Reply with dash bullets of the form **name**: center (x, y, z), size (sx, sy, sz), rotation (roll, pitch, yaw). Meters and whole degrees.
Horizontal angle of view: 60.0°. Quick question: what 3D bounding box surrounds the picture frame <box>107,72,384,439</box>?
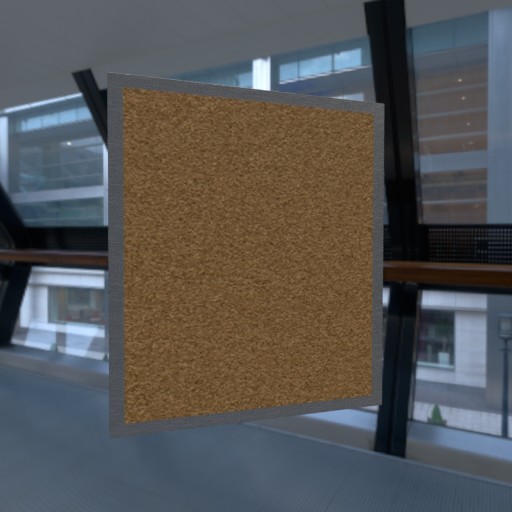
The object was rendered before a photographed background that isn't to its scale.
- **picture frame**: center (0.000, 0.000, 0.518), size (0.327, 0.378, 0.027), rotation (0, 1, -18)
